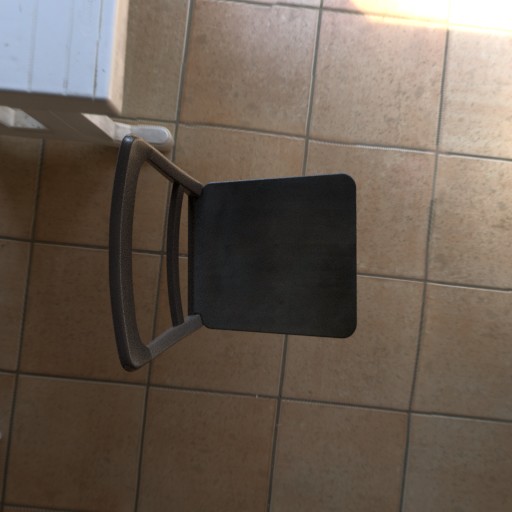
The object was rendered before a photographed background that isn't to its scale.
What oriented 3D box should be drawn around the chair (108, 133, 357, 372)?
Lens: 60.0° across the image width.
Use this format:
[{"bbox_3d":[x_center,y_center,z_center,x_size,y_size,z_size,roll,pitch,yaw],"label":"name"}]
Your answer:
[{"bbox_3d":[0.000,0.000,1.291,0.546,0.991,0.450,0,89,-1],"label":"chair"}]
